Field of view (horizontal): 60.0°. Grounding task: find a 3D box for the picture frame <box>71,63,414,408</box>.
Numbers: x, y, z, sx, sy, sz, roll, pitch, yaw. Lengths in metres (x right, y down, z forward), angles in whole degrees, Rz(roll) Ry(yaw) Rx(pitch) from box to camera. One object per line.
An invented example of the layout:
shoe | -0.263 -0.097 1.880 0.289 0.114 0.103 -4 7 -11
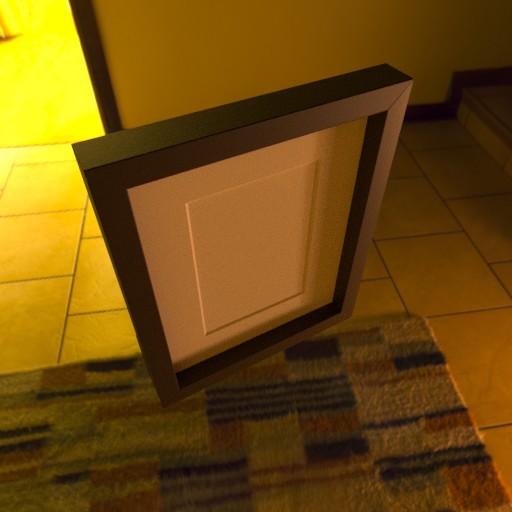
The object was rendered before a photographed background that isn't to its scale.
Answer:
picture frame | 0.000 0.000 0.390 0.232 0.284 0.042 -22 50 -19
